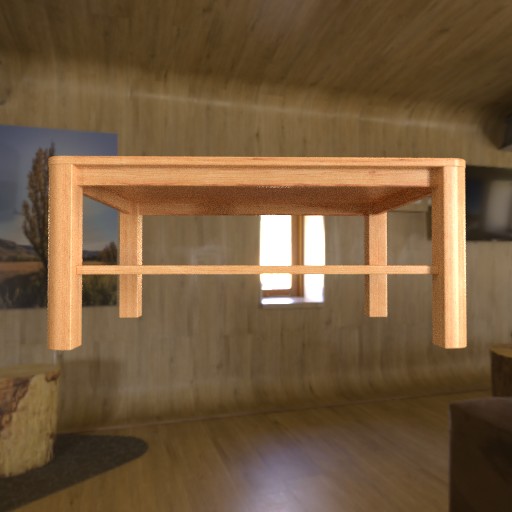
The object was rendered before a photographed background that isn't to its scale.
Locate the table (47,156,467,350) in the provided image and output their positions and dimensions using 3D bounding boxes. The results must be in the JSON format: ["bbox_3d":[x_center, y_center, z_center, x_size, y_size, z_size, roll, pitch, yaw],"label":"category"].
[{"bbox_3d":[0.000,0.000,1.370,0.997,0.445,0.696,0,-1,-1],"label":"table"}]
